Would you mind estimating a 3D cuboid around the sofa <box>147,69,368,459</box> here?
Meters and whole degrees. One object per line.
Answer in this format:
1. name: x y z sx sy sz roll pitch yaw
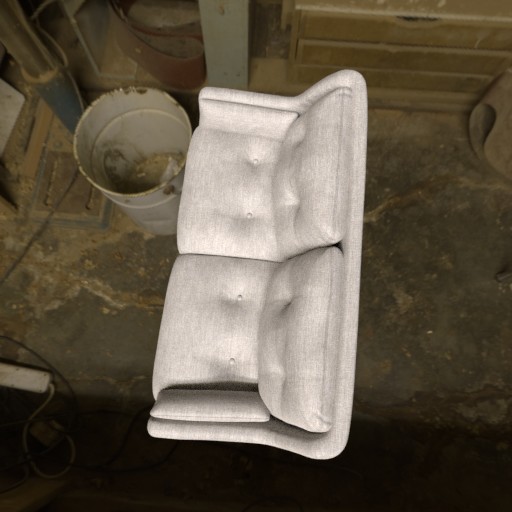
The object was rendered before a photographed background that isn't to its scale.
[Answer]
1. sofa: 0.000 0.000 2.436 0.976 0.897 1.930 6 76 1
